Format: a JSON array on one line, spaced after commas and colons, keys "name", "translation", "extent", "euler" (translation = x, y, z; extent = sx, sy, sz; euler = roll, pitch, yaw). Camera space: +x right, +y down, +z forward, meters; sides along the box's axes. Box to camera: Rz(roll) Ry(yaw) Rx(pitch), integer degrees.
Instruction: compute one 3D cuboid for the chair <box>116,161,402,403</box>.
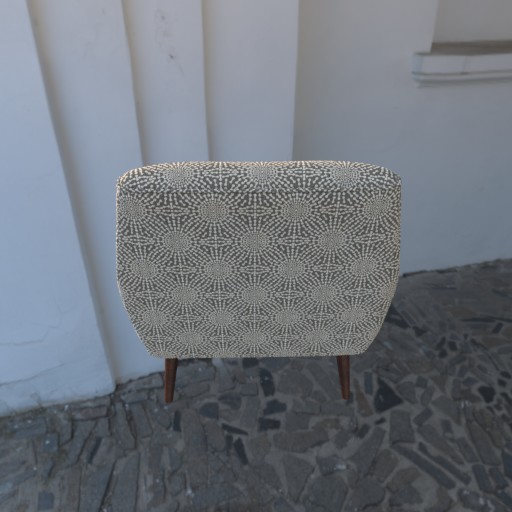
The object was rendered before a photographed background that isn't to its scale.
[{"name": "chair", "translation": [0.000, 0.000, 1.475], "extent": [0.762, 0.838, 0.787], "euler": [-1, 29, -1]}]
